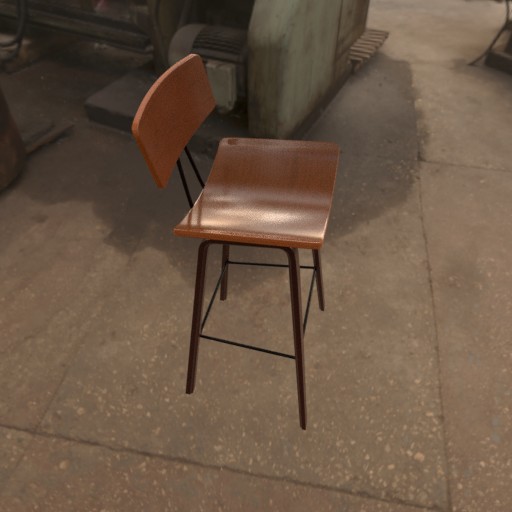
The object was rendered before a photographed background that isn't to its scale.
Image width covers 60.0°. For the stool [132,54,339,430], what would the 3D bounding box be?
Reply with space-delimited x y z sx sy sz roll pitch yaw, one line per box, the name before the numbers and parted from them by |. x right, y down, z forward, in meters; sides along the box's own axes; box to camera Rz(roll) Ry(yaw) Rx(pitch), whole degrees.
stool | 0.000 0.000 1.260 0.440 0.969 0.509 9 47 9
